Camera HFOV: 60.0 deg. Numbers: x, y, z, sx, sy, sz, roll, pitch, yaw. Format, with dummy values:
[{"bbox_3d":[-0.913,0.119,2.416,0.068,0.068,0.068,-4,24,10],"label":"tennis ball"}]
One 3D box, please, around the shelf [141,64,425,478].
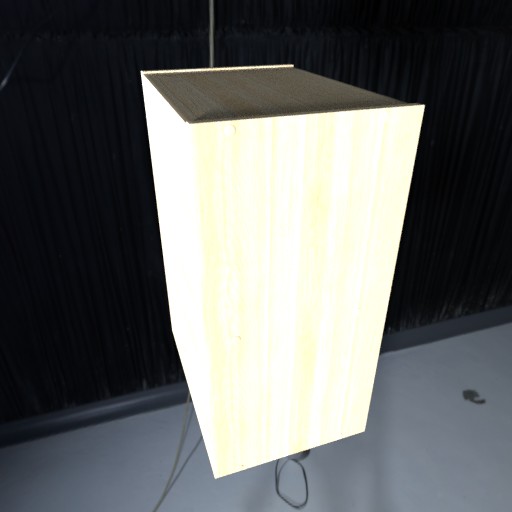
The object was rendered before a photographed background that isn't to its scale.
[{"bbox_3d":[0.000,0.000,0.810,0.290,0.592,0.414,-10,32,-17],"label":"shelf"}]
